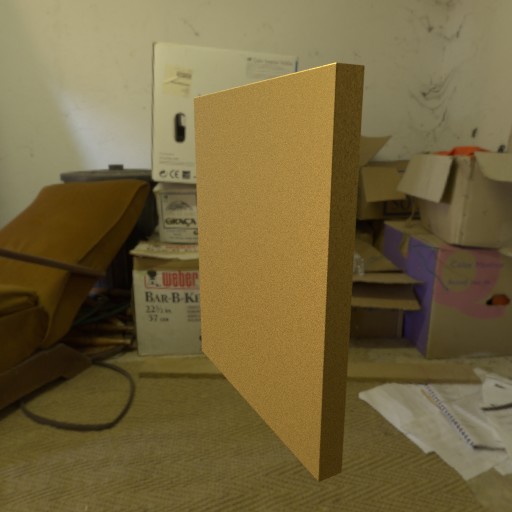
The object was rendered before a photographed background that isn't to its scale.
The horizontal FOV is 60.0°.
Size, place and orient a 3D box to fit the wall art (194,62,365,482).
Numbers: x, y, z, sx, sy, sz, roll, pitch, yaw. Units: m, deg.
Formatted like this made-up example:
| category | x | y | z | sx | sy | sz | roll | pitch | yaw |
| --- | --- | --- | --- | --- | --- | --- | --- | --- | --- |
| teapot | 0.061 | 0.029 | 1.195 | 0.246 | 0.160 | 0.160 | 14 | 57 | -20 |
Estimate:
| category | x | y | z | sx | sy | sz | roll | pitch | yaw |
| --- | --- | --- | --- | --- | --- | --- | --- | --- | --- |
| wall art | 0.000 | 0.000 | 0.891 | 0.048 | 0.642 | 0.537 | -7 | 16 | -27 |
